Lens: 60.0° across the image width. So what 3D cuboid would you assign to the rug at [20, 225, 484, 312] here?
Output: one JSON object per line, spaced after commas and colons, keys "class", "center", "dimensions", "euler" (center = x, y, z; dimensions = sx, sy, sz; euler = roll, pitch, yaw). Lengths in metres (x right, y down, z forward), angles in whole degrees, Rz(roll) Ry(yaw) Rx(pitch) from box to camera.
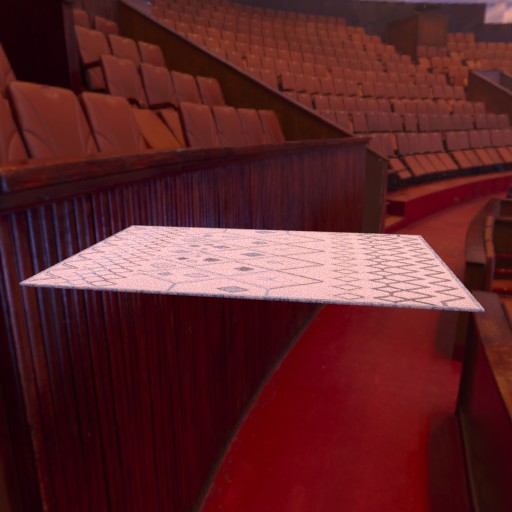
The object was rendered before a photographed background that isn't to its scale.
{"class": "rug", "center": [0.000, 0.000, 3.009], "dimensions": [2.439, 0.015, 1.524], "euler": [2, 16, 8]}
